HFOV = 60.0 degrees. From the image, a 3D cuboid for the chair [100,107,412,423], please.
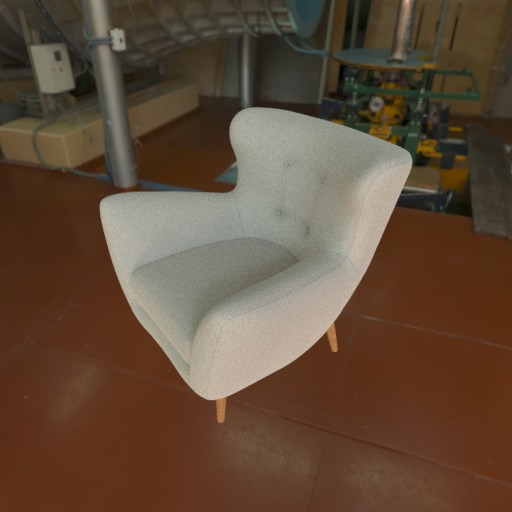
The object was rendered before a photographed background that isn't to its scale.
[{"bbox_3d":[0.000,0.000,1.678,0.889,0.889,0.890,-21,38,-30],"label":"chair"}]
